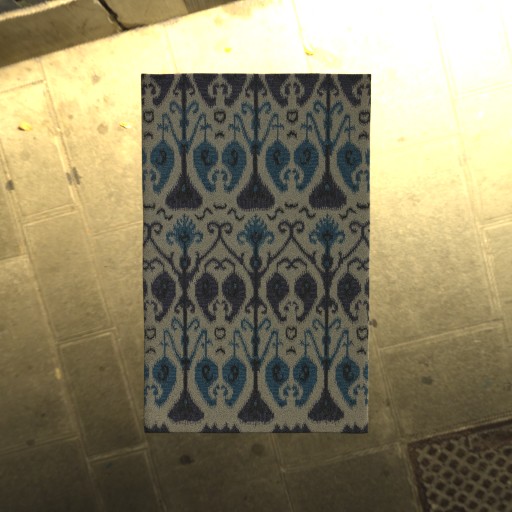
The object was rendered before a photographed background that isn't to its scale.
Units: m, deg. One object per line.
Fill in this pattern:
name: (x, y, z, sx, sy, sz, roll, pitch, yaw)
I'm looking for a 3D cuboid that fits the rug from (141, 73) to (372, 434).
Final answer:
rug: (0.000, 0.000, 2.085, 1.072, 0.013, 1.698, 0, 92, 0)
